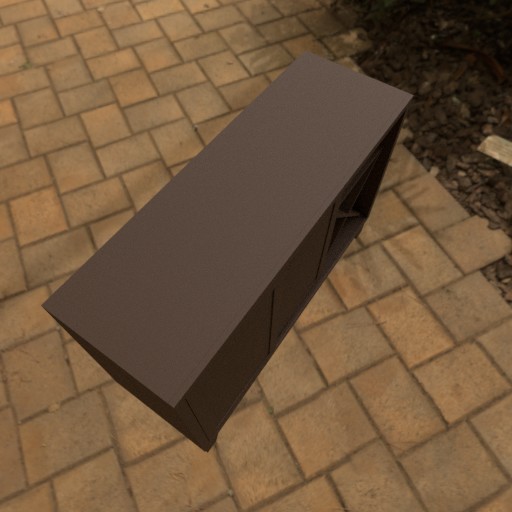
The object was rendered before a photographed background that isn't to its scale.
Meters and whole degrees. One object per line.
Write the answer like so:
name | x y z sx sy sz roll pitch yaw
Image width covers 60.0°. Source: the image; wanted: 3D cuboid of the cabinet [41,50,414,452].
cabinet | 0.000 0.000 1.844 0.482 0.914 1.396 31 64 17
